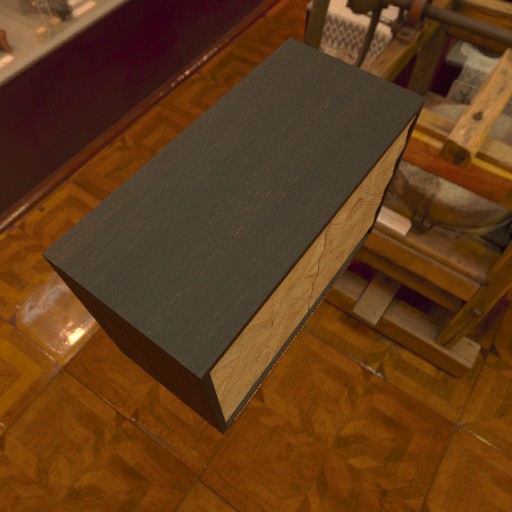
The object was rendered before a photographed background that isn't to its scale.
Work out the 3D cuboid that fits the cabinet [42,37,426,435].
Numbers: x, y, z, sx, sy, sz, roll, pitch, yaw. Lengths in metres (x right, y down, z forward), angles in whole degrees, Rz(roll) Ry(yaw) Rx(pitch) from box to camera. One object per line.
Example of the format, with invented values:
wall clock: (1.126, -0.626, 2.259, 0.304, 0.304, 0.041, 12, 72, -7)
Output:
cabinet: (0.000, 0.000, 1.453, 0.451, 0.860, 0.950, 33, 65, 18)
